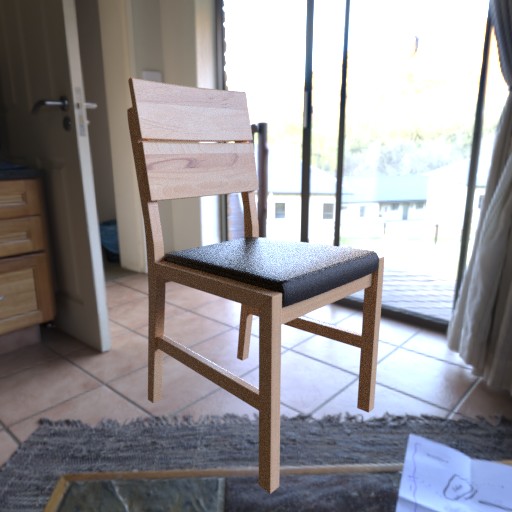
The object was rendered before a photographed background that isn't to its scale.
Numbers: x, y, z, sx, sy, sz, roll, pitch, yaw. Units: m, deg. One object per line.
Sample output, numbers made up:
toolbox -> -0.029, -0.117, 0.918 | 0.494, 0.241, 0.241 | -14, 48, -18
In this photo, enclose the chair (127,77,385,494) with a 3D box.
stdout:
chair -> 0.000, 0.000, 1.252 | 0.560, 0.950, 0.475 | 13, 19, 42
